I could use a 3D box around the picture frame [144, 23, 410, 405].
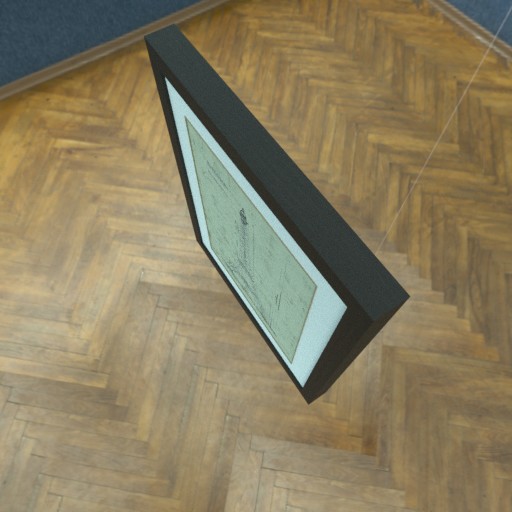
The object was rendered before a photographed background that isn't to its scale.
[{"bbox_3d":[0.000,0.000,0.737,0.044,0.555,0.452,-31,68,-14],"label":"picture frame"}]
